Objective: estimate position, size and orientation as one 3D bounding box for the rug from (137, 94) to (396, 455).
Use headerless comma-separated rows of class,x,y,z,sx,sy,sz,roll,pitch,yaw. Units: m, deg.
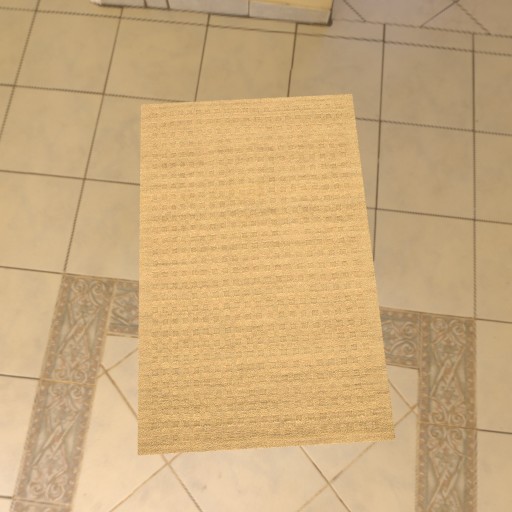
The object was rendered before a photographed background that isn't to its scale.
rug,0.000,0.000,2.178,1.142,0.006,1.752,-3,76,-1
